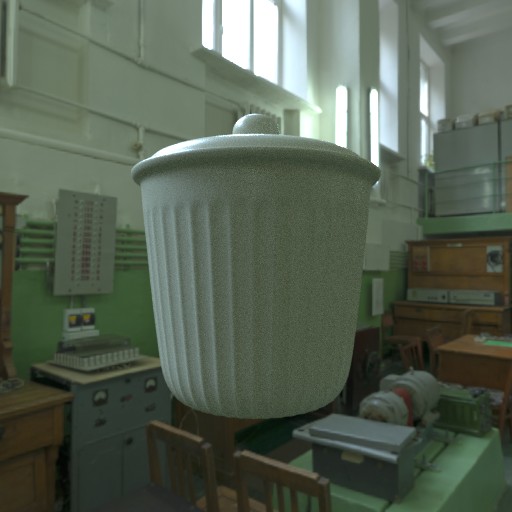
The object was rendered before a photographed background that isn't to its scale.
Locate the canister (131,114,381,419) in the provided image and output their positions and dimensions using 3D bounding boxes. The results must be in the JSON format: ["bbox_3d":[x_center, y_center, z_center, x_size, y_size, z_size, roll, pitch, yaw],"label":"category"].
[{"bbox_3d":[0.000,0.000,0.332,0.181,0.211,0.181,0,-1,0],"label":"canister"}]
